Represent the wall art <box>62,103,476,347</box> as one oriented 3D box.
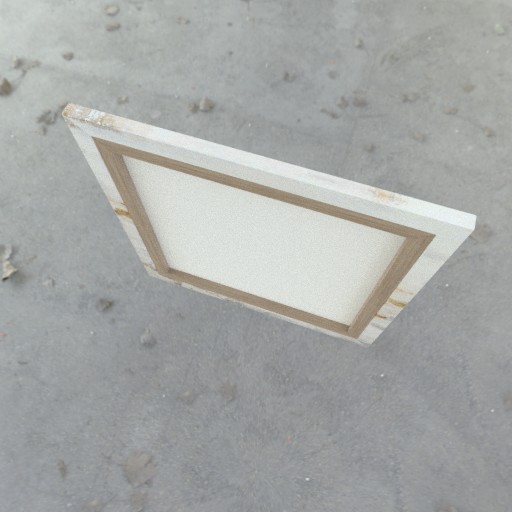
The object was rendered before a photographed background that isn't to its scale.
[{"bbox_3d":[0.000,0.000,1.497,1.015,1.018,0.040,17,65,8],"label":"wall art"}]
